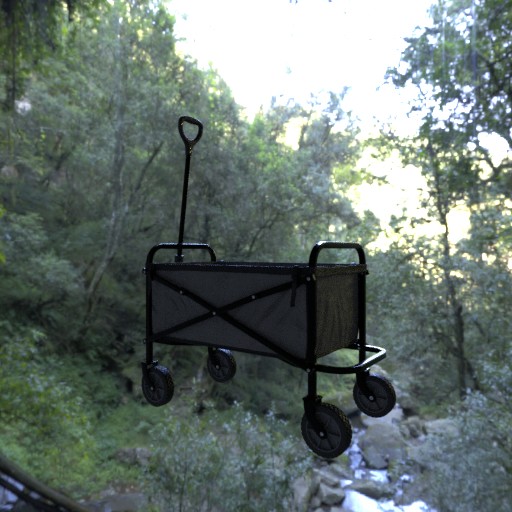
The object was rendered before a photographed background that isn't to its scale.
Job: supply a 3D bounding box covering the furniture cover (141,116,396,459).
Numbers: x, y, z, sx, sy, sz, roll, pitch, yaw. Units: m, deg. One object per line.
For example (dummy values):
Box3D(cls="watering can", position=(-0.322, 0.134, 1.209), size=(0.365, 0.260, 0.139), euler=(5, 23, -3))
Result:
Box3D(cls="furniture cover", position=(0.000, 0.000, 1.867), size=(1.038, 1.295, 0.532), euler=(1, 1, 36))
